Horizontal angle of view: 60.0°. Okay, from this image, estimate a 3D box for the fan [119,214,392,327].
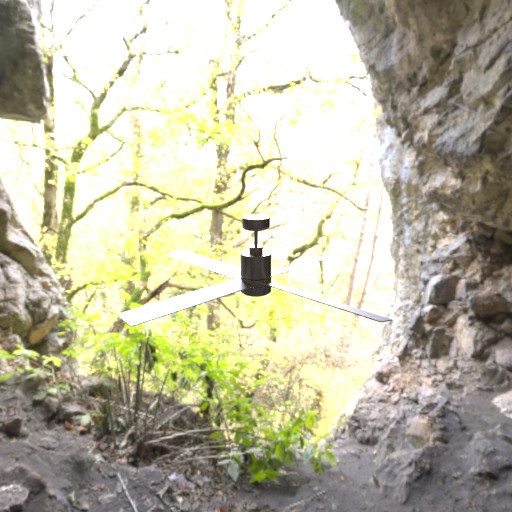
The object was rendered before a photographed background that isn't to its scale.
[{"bbox_3d":[0.000,0.000,1.986,1.322,0.355,1.322,-15,21,-43],"label":"fan"}]
